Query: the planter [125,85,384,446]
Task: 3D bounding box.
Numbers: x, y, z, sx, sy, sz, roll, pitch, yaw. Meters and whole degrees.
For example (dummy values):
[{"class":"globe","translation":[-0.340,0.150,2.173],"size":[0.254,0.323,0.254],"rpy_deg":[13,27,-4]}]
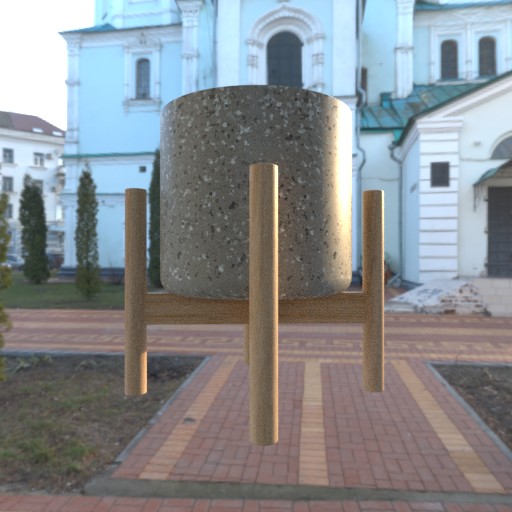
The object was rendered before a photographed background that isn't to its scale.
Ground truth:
[{"class":"planter","translation":[0.000,0.000,0.525],"size":[0.284,0.320,0.284],"rpy_deg":[0,0,20]}]
